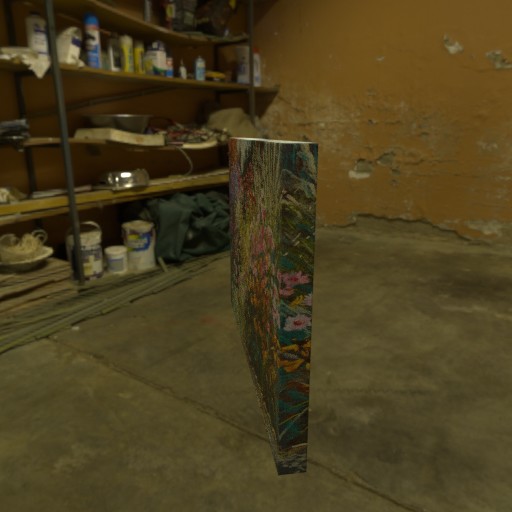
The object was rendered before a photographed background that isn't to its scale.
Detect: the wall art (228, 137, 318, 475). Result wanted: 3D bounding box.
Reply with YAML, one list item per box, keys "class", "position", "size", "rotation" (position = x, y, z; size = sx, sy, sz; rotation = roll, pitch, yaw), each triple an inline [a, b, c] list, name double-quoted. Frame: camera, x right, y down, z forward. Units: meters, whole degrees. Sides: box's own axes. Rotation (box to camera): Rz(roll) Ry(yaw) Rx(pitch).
- class: "wall art"
  position: [0.000, 0.000, 0.798]
  size: [0.037, 0.406, 0.610]
  rotation: [-2, 16, -8]
